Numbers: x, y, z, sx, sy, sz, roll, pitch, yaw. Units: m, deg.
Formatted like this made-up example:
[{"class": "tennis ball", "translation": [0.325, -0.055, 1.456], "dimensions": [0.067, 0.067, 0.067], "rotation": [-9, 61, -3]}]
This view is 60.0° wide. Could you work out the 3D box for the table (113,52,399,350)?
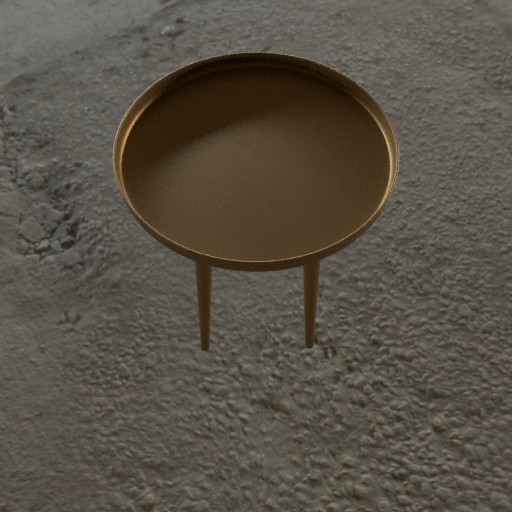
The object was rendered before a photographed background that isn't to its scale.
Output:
[{"class": "table", "translation": [0.000, 0.000, 0.674], "dimensions": [0.299, 0.480, 0.299], "rotation": [-31, 64, -17]}]
